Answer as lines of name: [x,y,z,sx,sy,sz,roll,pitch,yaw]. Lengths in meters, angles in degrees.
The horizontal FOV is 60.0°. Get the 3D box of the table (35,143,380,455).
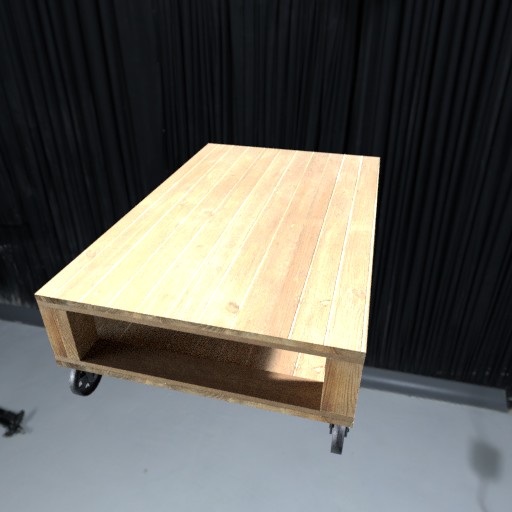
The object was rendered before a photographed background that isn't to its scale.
table: [0.000,0.000,1.683,0.827,0.413,1.299,8,32,12]
